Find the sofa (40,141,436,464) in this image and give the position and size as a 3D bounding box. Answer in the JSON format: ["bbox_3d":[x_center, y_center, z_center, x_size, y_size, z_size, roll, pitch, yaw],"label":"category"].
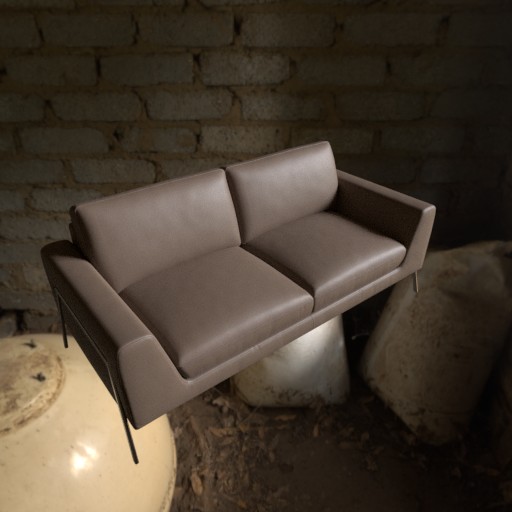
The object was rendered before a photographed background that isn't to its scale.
[{"bbox_3d":[0.000,0.000,2.490,2.017,0.875,0.953,-22,38,-32],"label":"sofa"}]
